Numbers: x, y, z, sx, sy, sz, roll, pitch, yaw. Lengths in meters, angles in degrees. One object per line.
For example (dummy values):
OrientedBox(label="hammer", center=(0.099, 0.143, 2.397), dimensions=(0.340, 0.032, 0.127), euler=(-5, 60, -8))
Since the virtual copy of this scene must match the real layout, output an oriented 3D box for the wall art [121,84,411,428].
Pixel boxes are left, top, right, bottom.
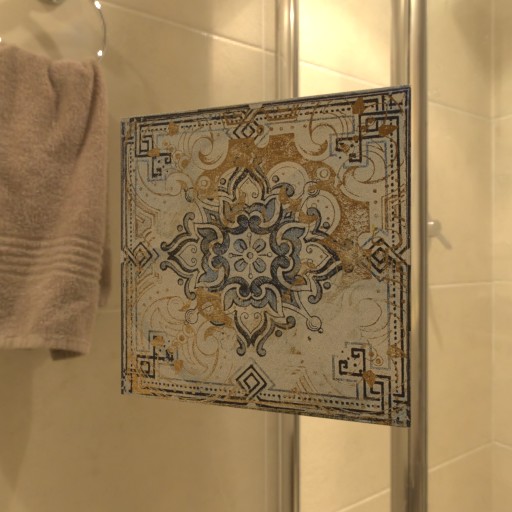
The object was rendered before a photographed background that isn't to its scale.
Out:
OrientedBox(label="wall art", center=(0.000, 0.000, 0.458), dimensions=(0.302, 0.306, 0.038), euler=(0, 0, 19))
